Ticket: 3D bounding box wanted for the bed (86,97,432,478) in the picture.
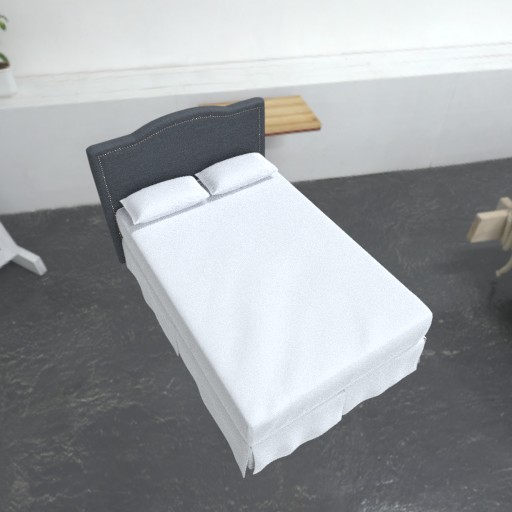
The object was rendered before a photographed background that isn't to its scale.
[{"bbox_3d":[0.000,0.000,3.603,1.747,1.441,2.507,-24,51,-21],"label":"bed"}]
